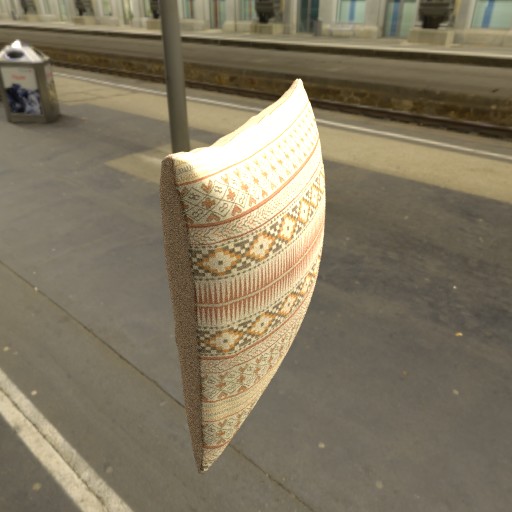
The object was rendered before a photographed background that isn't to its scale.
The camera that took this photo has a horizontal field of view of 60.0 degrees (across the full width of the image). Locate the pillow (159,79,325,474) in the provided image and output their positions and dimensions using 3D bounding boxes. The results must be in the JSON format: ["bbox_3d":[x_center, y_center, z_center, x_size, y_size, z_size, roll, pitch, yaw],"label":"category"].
[{"bbox_3d":[0.000,0.000,0.780,0.215,0.519,0.521,10,31,17],"label":"pillow"}]
